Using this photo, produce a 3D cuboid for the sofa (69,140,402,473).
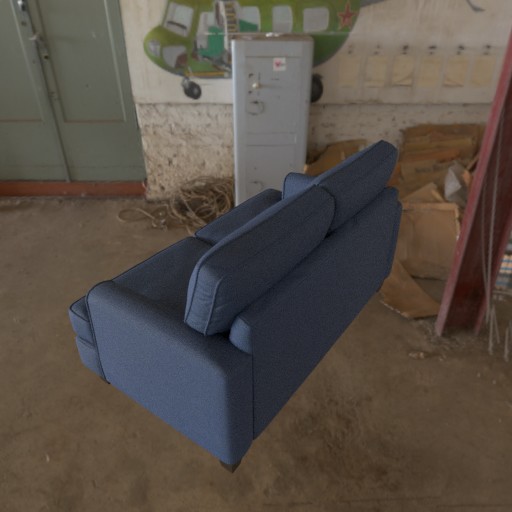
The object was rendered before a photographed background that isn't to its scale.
[{"bbox_3d":[0.000,0.000,2.272,0.965,0.965,1.651,21,38,29],"label":"sofa"}]
